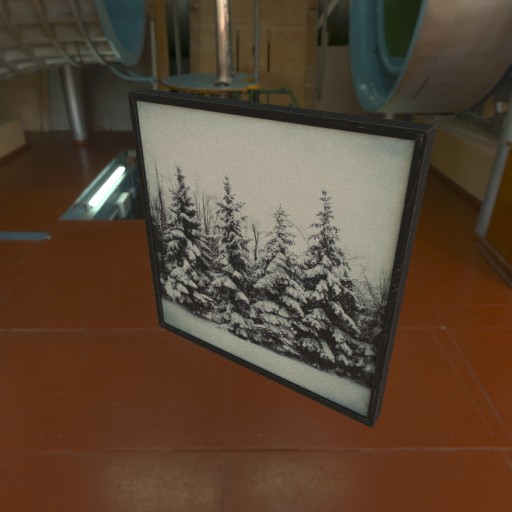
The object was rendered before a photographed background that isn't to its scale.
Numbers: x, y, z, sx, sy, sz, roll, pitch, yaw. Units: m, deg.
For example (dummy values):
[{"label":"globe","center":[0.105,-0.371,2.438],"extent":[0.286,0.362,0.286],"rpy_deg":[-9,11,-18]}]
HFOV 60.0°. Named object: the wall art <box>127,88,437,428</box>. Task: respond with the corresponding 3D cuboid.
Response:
[{"label":"wall art","center":[0.000,0.000,0.773],"extent":[0.506,0.506,0.036],"rpy_deg":[18,34,29]}]
